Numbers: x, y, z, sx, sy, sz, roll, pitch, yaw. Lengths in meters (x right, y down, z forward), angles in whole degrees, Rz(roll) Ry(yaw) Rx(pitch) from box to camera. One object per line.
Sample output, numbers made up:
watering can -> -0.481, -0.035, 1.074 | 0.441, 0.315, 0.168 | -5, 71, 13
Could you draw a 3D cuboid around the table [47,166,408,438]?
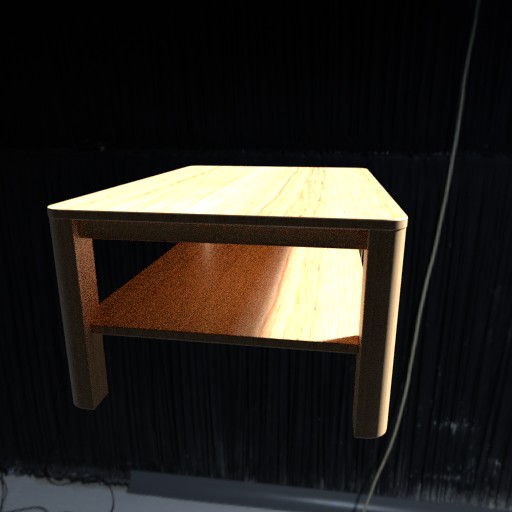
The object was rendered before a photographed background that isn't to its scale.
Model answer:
table -> 0.000, 0.000, 1.339 | 0.696, 0.445, 0.997 | 3, 16, 9
